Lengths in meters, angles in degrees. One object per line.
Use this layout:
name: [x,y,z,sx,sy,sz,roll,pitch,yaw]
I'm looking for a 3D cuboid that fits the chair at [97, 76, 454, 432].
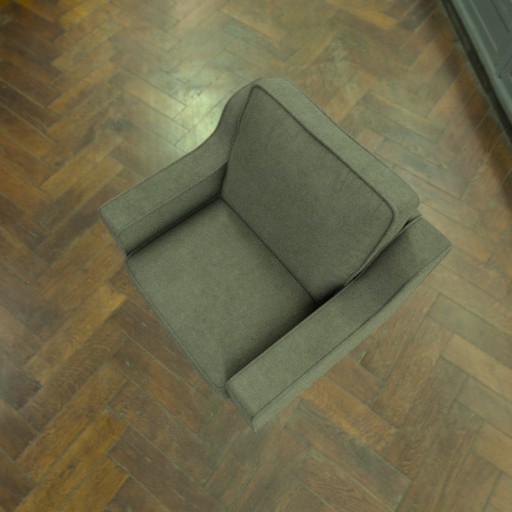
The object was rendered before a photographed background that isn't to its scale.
chair: [0.000,0.000,1.660,0.840,0.944,0.926,-35,69,-16]
